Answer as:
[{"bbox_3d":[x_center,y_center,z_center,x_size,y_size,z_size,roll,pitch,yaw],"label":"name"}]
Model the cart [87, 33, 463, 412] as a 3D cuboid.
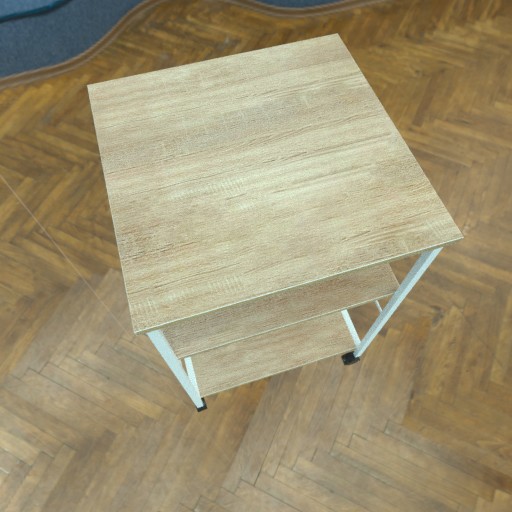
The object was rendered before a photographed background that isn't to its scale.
[{"bbox_3d":[0.000,0.000,1.111,0.521,0.762,0.520,-15,63,-8],"label":"cart"}]
